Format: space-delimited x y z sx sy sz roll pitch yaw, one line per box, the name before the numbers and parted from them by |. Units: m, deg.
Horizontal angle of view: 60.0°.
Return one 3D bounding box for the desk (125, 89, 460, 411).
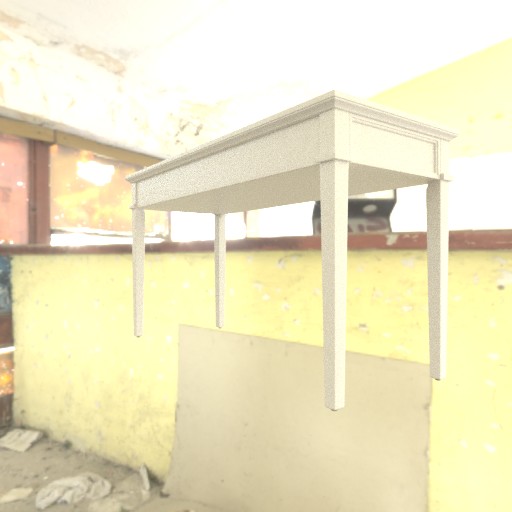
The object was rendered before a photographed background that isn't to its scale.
desk | 0.000 0.000 1.754 0.559 0.774 1.372 0 0 -37
